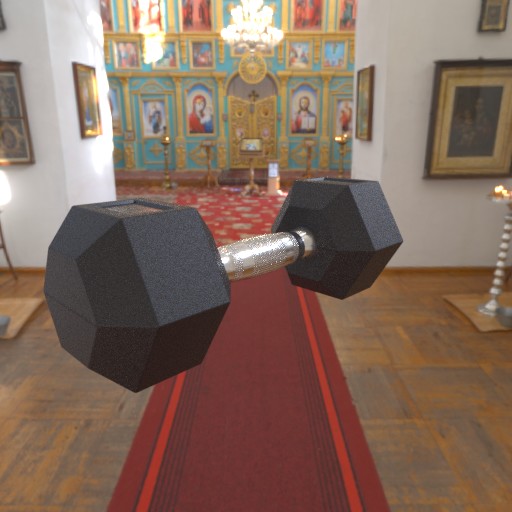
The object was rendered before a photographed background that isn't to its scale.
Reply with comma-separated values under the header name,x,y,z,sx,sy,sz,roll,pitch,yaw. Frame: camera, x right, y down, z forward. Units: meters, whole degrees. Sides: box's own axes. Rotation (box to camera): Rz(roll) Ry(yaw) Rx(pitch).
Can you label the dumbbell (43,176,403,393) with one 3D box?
name,x,y,z,sx,sy,sz,roll,pitch,yaw
dumbbell,0.000,0.000,0.418,0.141,0.123,0.356,15,22,43
